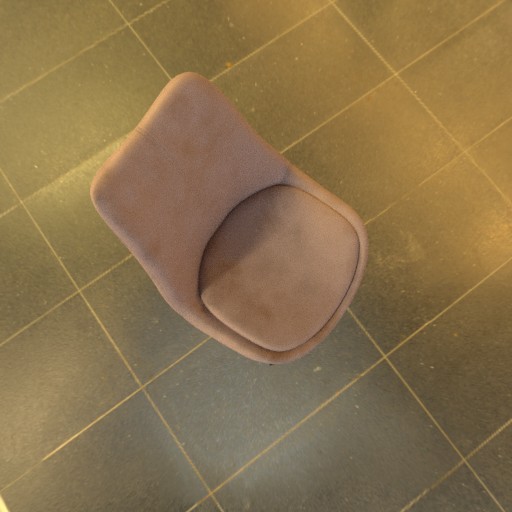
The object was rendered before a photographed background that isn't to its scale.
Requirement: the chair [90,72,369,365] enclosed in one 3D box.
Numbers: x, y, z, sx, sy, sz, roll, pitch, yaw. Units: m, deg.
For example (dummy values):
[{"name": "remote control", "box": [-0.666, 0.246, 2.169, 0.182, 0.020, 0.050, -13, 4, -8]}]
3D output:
[{"name": "chair", "box": [0.000, 0.000, 1.189, 0.547, 0.865, 0.483, 34, 80, 7]}]
